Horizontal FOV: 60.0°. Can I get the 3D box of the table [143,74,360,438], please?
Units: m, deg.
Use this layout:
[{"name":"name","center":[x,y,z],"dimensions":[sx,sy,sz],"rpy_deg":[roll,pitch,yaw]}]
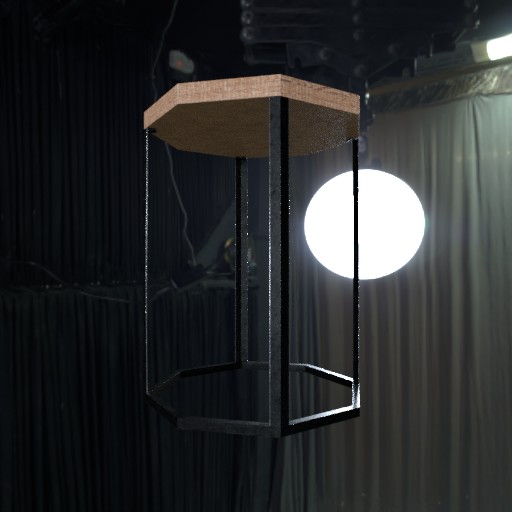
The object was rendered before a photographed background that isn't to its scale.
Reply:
[{"name":"table","center":[0.000,0.000,0.889],"dimensions":[0.437,0.553,0.437],"rpy_deg":[0,0,35]}]
